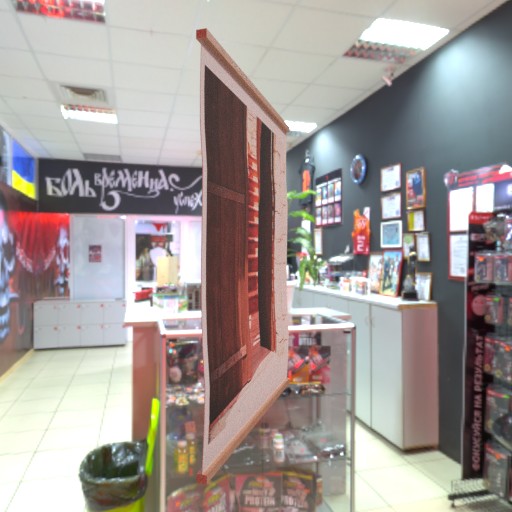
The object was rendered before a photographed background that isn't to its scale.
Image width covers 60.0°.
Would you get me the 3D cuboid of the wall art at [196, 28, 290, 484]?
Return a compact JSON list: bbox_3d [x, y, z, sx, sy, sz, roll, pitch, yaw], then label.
[{"bbox_3d":[0.000,0.000,0.689,0.013,0.508,0.406,0,0,17],"label":"wall art"}]
